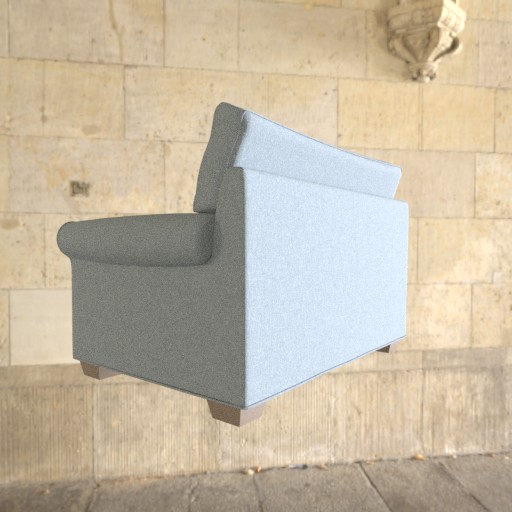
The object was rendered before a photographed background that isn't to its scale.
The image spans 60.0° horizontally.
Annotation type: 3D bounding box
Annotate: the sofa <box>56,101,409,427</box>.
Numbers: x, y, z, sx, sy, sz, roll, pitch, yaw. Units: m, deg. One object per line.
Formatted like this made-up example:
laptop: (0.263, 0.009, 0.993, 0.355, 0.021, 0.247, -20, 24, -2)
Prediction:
sofa: (0.000, 0.000, 2.009, 0.940, 0.953, 1.410, 1, 2, 38)
